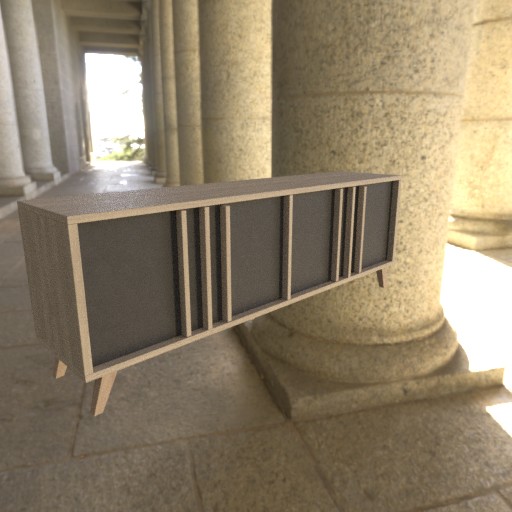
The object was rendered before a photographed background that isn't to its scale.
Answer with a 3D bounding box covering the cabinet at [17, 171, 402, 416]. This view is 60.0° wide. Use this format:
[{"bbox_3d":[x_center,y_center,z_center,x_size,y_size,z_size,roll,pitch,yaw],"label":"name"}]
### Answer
[{"bbox_3d":[0.000,0.000,2.449,2.198,0.779,0.499,-14,21,-42],"label":"cabinet"}]
